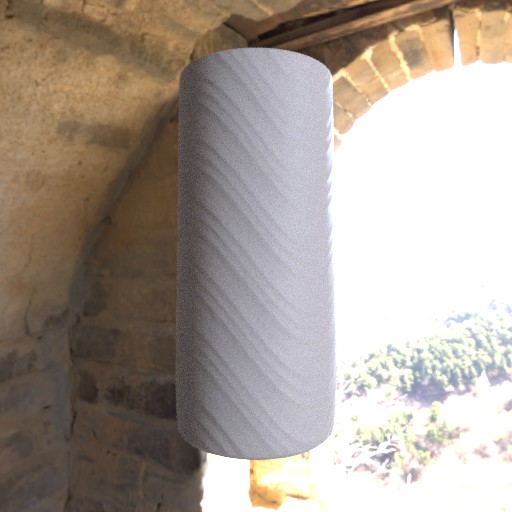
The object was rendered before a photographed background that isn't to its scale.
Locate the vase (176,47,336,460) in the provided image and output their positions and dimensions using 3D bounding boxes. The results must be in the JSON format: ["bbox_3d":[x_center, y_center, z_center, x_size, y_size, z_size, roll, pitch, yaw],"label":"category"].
[{"bbox_3d":[0.000,0.000,0.403,0.143,0.316,0.143,0,-1,0],"label":"vase"}]
